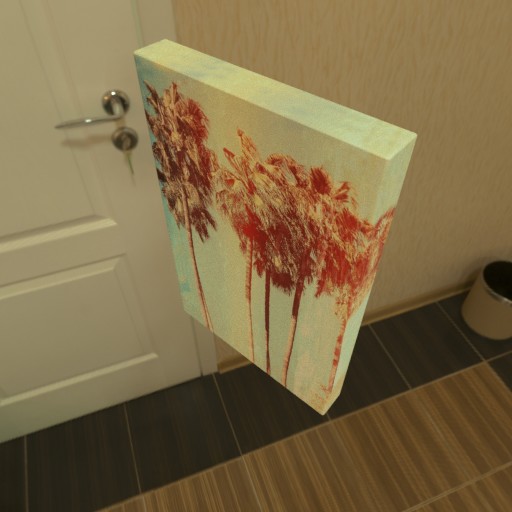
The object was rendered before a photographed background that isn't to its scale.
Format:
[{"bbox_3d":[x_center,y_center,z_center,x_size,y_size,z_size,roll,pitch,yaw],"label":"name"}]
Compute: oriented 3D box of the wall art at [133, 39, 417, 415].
[{"bbox_3d":[0.000,0.000,0.479,0.251,0.380,0.039,32,54,26],"label":"wall art"}]
